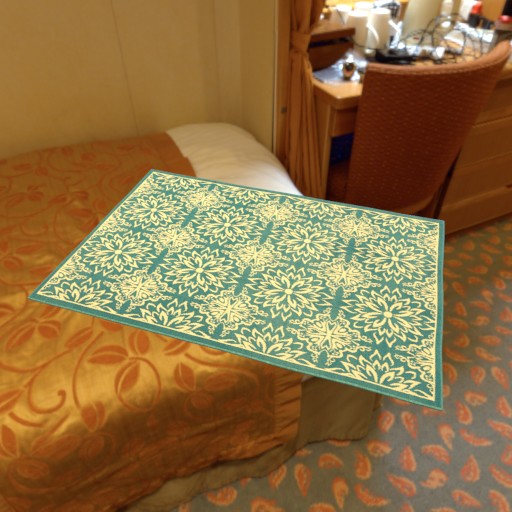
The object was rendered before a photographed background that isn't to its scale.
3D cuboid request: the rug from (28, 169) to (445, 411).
[{"bbox_3d":[0.000,0.000,3.427,2.769,0.018,1.830,12,43,13],"label":"rug"}]
